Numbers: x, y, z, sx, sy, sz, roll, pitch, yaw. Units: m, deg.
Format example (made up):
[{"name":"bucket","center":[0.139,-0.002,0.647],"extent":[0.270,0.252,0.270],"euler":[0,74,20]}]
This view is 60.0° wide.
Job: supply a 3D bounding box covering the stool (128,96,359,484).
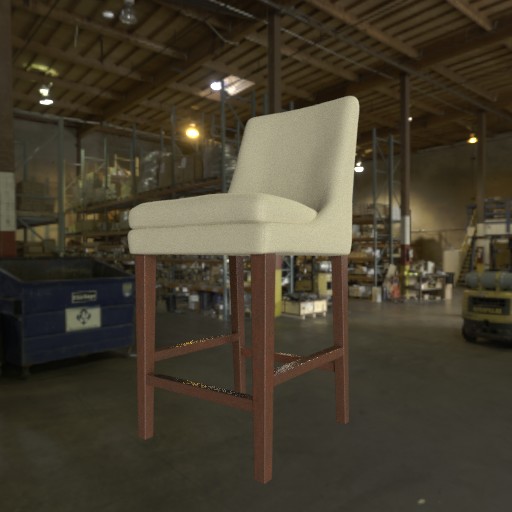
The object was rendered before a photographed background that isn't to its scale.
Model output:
[{"name":"stool","center":[0.000,0.000,1.282],"extent":[0.470,0.981,0.577],"euler":[0,0,36]}]
